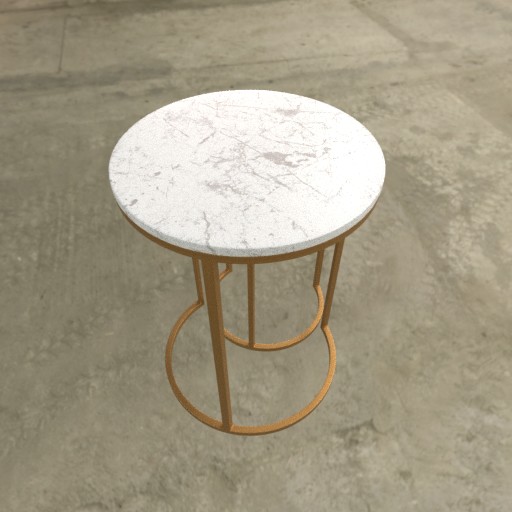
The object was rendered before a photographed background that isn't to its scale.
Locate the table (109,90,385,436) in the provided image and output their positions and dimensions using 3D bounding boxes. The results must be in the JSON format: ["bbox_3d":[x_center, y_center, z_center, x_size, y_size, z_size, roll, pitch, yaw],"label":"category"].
[{"bbox_3d":[0.000,0.000,0.890,0.400,0.550,0.507,10,47,9],"label":"table"}]
